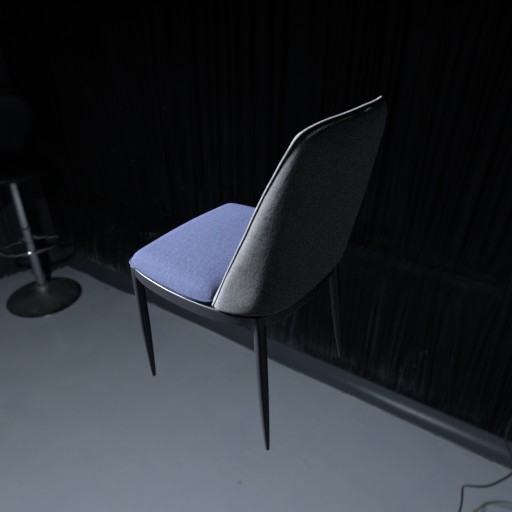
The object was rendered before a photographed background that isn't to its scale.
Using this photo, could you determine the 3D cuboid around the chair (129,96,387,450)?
[{"bbox_3d":[0.000,0.000,1.201,0.550,0.855,0.488,20,36,30],"label":"chair"}]
